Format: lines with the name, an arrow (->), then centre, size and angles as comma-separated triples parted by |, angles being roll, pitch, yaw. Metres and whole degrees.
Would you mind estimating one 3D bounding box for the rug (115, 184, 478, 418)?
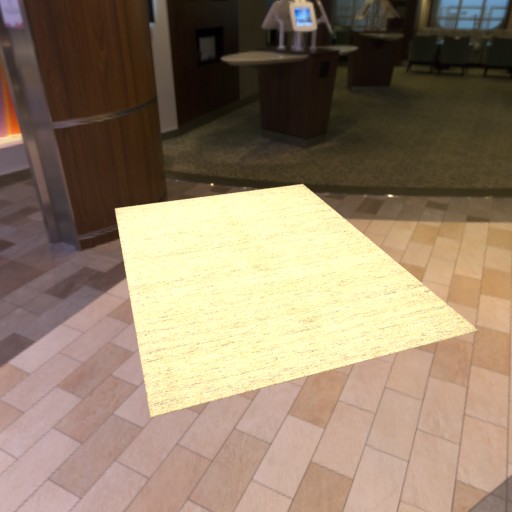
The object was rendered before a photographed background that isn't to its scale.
rug -> 0.000, 0.000, 4.294 | 2.437, 0.014, 3.201 | -10, 32, -16
